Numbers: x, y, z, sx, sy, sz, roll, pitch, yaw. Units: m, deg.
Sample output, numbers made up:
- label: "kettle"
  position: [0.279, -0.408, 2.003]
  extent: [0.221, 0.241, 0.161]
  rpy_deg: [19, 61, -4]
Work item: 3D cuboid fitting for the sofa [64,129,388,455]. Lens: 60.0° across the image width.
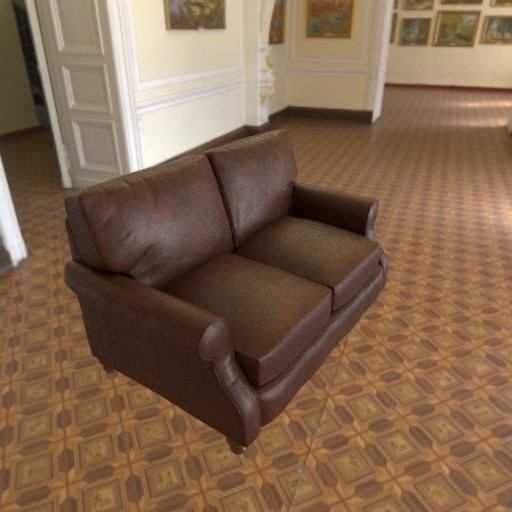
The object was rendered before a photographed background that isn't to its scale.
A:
- label: "sofa"
  position: [0.000, 0.000, 2.246]
  extent: [0.990, 0.976, 1.616]
  rpy_deg: [18, 32, 31]
